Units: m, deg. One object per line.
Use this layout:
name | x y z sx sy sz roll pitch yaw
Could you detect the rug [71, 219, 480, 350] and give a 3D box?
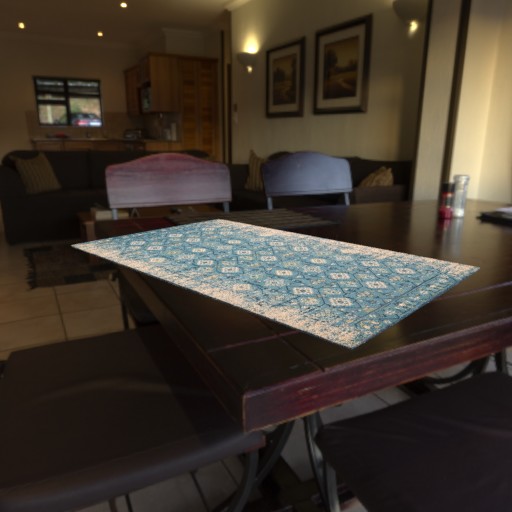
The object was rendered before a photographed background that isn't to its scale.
rug | 0.000 0.000 2.230 1.795 0.008 1.102 14 21 42
